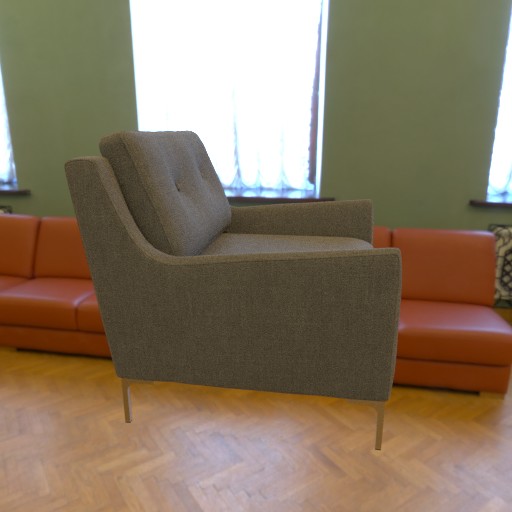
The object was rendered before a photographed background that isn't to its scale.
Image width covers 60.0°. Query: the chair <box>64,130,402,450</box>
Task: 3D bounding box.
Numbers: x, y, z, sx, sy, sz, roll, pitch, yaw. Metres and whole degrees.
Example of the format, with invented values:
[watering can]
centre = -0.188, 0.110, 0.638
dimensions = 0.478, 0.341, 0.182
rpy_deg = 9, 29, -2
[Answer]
[chair]
centre = 0.000, 0.000, 1.517
dimensions = 0.849, 0.828, 0.847
rpy_deg = 3, 16, 9
